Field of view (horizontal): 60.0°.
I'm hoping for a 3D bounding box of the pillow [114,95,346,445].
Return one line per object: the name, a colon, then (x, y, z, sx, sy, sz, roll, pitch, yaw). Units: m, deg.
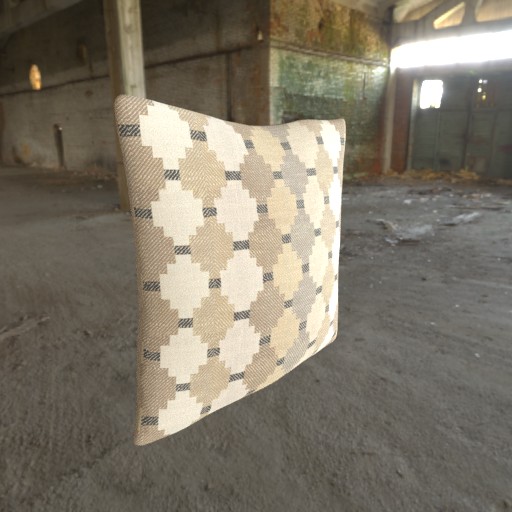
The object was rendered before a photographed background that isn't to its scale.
pillow: (0.000, 0.000, 0.863, 0.192, 0.558, 0.578, 14, 20, 42)
